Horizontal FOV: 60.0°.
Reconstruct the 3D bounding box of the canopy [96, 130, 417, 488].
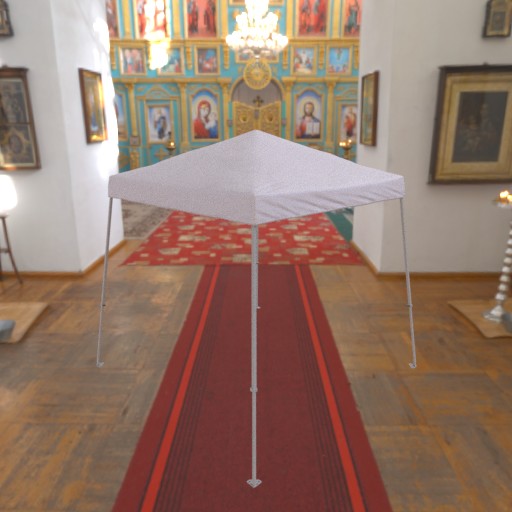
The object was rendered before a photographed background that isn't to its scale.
[{"bbox_3d":[0.000,0.000,5.202,2.850,2.850,2.849,-14,21,-43],"label":"canopy"}]
